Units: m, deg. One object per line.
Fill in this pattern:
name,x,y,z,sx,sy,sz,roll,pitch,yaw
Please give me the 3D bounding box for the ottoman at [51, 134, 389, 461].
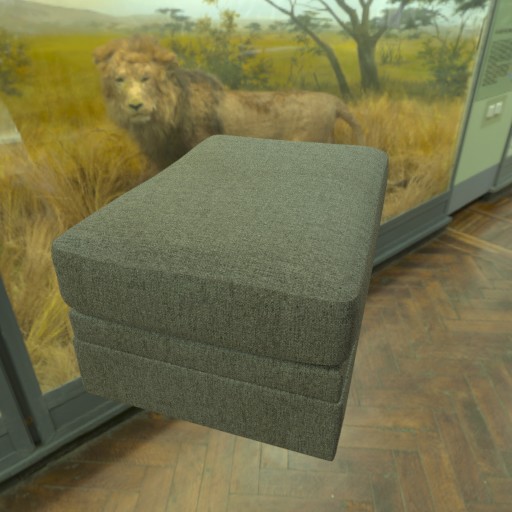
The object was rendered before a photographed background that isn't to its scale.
ottoman,0.000,0.000,1.240,0.637,0.478,0.885,9,32,15
